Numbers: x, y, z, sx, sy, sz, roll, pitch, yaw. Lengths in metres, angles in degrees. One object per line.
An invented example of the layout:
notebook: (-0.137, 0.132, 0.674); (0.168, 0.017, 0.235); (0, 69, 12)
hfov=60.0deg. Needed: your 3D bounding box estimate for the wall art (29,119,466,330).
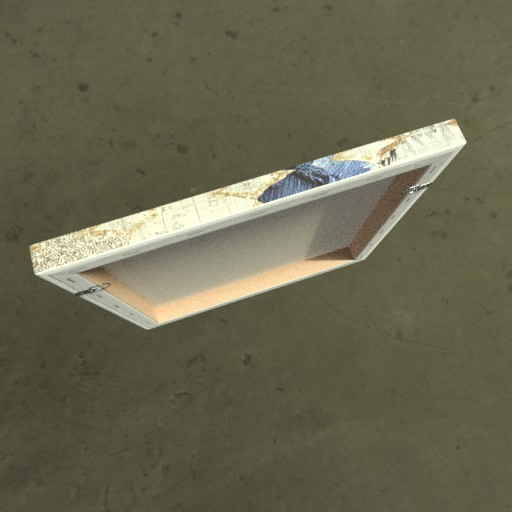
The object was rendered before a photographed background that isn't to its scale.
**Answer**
wall art: (0.000, 0.000, 0.739); (0.507, 0.508, 0.038); (-17, 75, -5)
